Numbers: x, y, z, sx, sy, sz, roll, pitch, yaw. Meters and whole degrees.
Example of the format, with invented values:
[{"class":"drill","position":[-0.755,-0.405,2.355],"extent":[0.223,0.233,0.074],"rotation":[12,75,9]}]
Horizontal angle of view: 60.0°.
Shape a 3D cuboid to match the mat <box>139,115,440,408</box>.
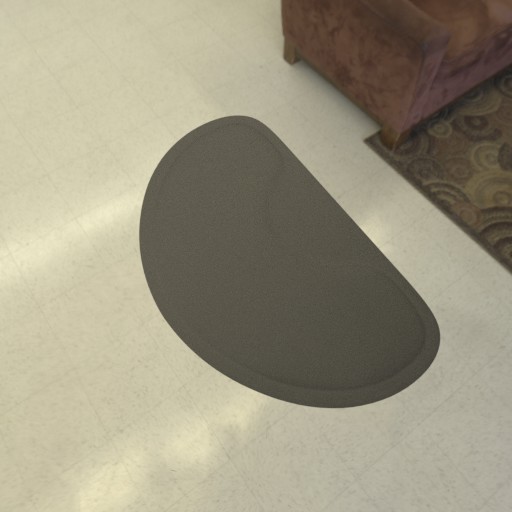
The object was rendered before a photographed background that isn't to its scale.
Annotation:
[{"class":"mat","position":[0.000,0.000,1.880],"extent":[0.913,0.013,1.524],"rotation":[-31,67,-15]}]
